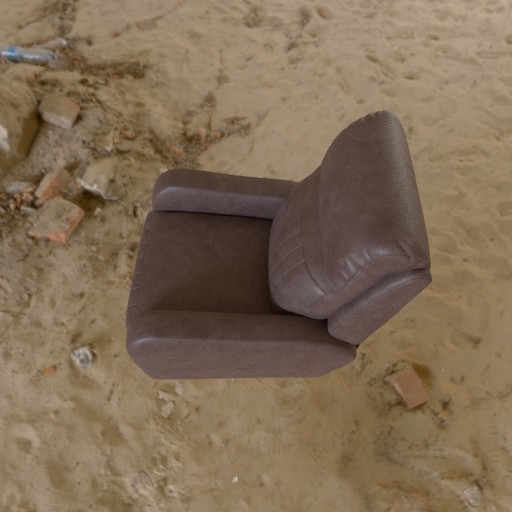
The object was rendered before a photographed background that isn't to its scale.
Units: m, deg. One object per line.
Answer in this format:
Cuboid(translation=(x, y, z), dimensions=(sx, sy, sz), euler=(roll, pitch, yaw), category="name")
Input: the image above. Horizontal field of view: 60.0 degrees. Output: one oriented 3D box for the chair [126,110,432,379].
Cuboid(translation=(0.000, 0.000, 1.841), dimensions=(1.067, 1.067, 0.865), euler=(1, 58, 1), category="chair")
